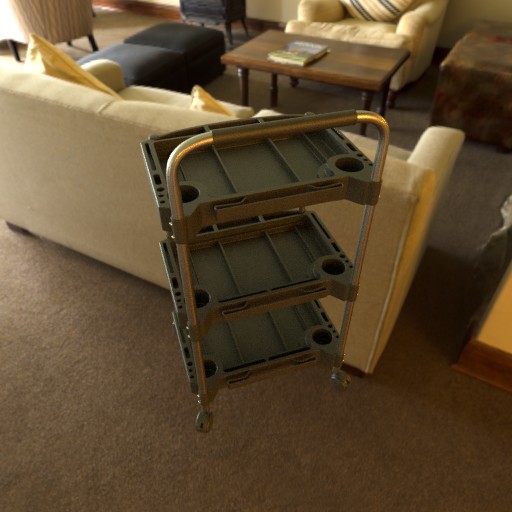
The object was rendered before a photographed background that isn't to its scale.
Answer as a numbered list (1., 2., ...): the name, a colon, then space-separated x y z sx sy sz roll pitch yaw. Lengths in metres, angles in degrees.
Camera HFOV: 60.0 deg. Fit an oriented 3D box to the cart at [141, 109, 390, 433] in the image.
1. cart: 0.000 0.000 1.401 0.584 1.075 0.518 -12 43 -14
